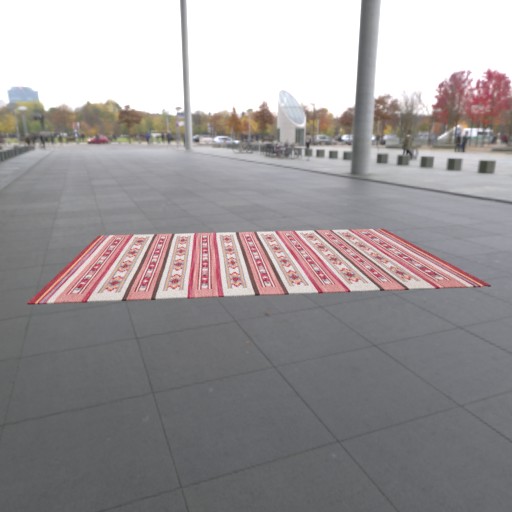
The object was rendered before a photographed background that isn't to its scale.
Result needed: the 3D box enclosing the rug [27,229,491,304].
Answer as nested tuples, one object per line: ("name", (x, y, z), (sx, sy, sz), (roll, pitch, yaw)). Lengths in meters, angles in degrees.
("rug", (0.000, 0.000, 3.035), (2.431, 0.010, 1.535), (-2, 15, -6))
